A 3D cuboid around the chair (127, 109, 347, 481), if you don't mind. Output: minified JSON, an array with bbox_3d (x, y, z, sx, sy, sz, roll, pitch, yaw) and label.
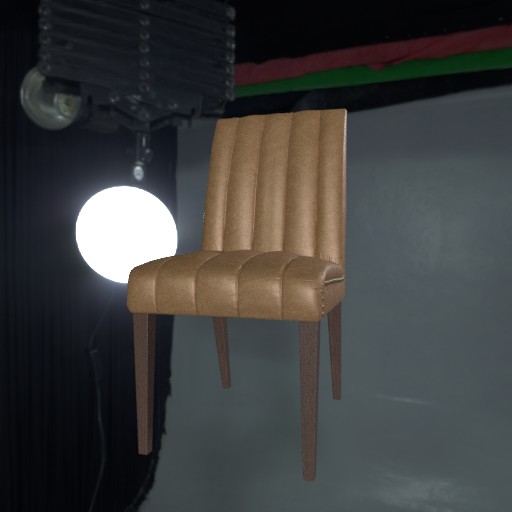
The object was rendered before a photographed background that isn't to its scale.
[{"bbox_3d":[0.000,0.000,1.334,0.511,1.016,0.647,0,1,17],"label":"chair"}]
